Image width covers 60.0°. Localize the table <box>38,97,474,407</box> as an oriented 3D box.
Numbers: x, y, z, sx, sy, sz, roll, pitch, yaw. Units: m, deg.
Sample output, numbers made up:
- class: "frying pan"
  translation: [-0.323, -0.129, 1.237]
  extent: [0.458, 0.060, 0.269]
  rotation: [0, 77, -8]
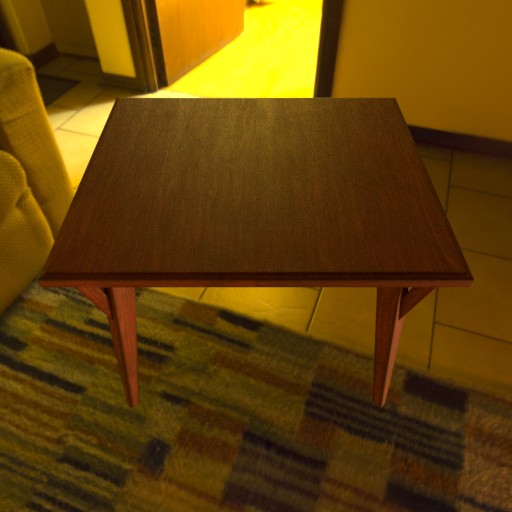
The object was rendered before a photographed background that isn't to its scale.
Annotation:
- class: "table"
  translation: [0.000, 0.000, 1.563]
  extent: [0.991, 0.761, 0.838]
  rotation: [0, 47, 0]
